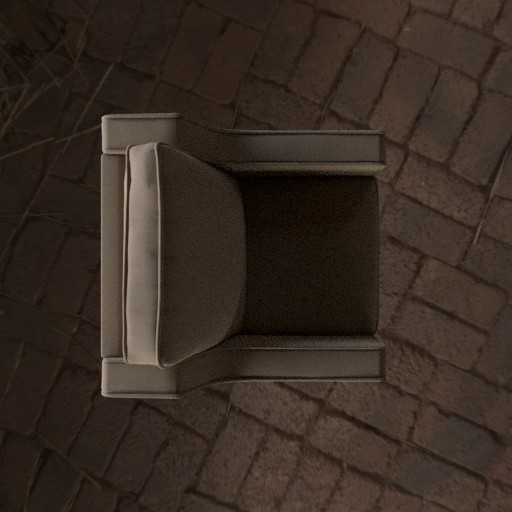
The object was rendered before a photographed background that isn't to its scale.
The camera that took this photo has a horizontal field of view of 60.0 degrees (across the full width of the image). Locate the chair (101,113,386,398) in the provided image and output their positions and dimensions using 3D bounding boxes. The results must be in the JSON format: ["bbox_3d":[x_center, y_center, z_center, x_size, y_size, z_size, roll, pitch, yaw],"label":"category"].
[{"bbox_3d":[0.000,0.000,1.634,0.909,0.960,0.831,0,90,1],"label":"chair"}]
